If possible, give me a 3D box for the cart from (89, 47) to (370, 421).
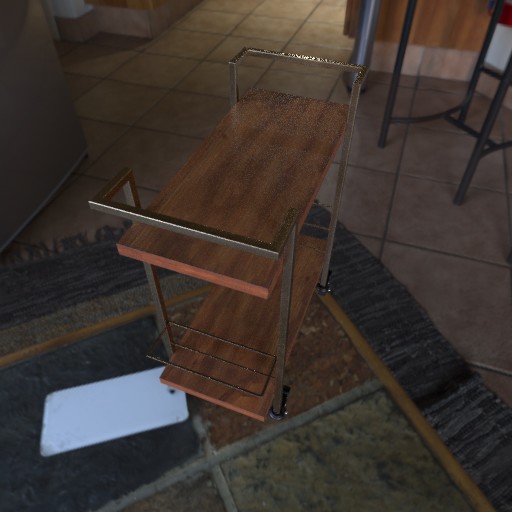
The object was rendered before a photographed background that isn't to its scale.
[{"bbox_3d":[0.000,0.000,1.199,0.364,0.807,0.695,16,48,14],"label":"cart"}]
